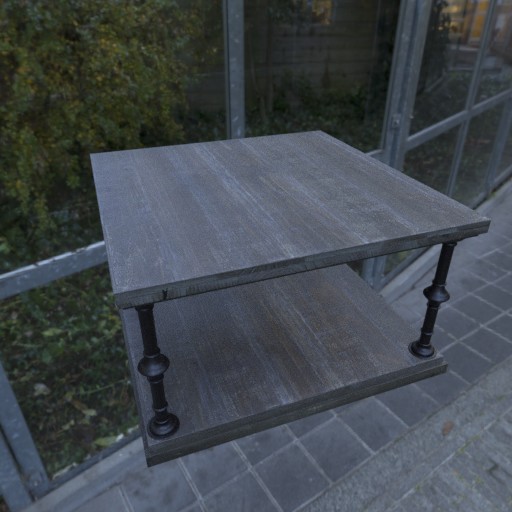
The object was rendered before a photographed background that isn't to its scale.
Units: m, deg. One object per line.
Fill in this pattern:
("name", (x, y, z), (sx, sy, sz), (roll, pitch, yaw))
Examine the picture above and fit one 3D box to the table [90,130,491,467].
("table", (0.000, 0.000, 1.120), (0.696, 0.400, 0.696), (-11, 32, -18))
